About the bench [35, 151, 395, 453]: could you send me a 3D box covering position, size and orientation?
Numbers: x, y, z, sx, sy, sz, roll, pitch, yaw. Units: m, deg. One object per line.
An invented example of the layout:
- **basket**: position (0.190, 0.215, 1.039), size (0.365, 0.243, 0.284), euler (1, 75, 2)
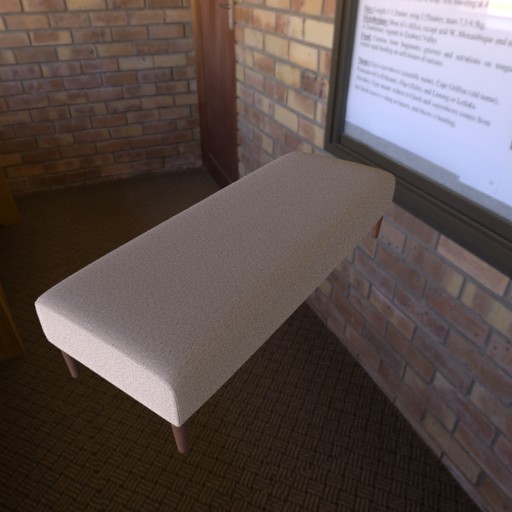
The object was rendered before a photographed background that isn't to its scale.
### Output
- **bench**: position (0.000, 0.000, 1.865), size (0.631, 0.383, 1.598), euler (21, 39, 28)
